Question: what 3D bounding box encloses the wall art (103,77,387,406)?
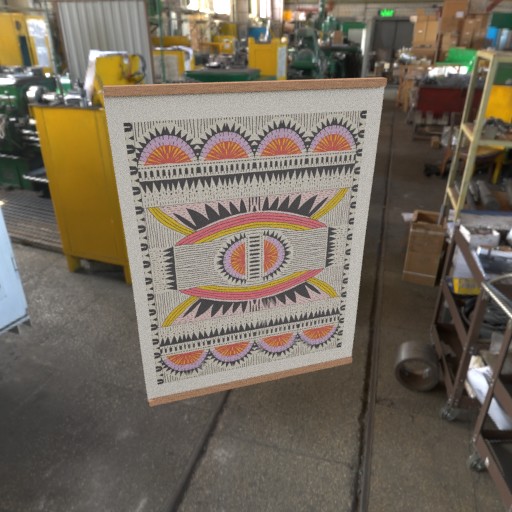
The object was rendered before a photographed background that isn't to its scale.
[{"bbox_3d":[0.000,0.000,1.382,0.765,1.016,0.028,-8,28,-15],"label":"wall art"}]
